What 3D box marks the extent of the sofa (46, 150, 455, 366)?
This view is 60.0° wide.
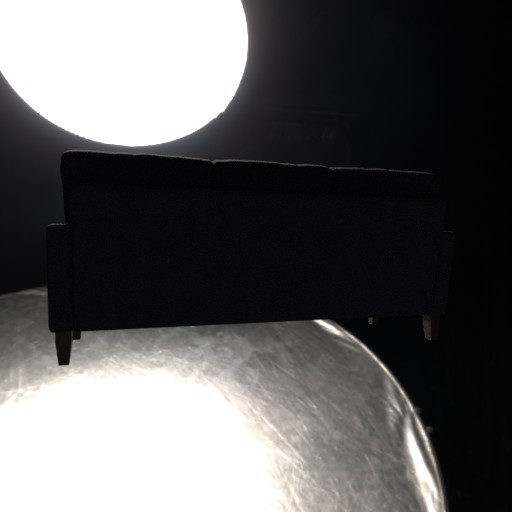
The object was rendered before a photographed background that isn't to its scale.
[{"bbox_3d":[0.000,0.000,2.567,2.115,0.984,0.888,0,0,-17],"label":"sofa"}]
